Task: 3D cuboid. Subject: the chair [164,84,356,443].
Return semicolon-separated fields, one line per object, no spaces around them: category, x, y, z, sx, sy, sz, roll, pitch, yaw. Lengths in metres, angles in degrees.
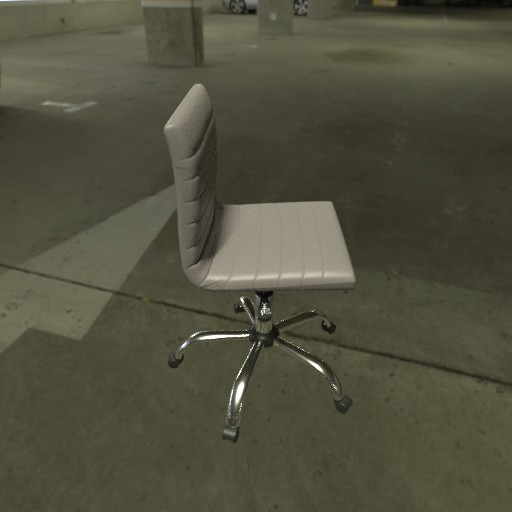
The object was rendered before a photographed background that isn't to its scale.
chair;0.000;0.000;1.143;0.530;0.780;0.556;1;32;1
